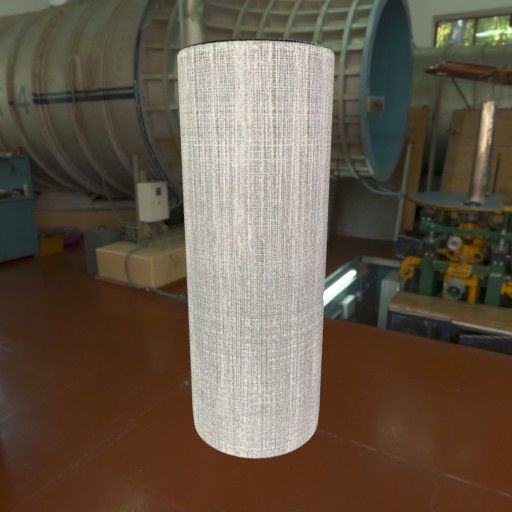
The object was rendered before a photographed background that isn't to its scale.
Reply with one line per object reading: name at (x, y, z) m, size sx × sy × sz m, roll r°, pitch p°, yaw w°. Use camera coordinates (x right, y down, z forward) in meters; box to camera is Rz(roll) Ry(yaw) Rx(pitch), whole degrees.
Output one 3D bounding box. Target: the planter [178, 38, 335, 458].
planter at (0.000, 0.000, 0.321) m, size 0.100 × 0.270 × 0.100 m, roll -7°, pitch 17°, yaw -25°
